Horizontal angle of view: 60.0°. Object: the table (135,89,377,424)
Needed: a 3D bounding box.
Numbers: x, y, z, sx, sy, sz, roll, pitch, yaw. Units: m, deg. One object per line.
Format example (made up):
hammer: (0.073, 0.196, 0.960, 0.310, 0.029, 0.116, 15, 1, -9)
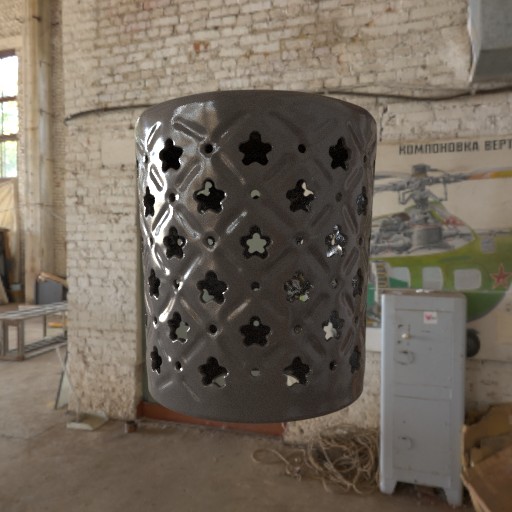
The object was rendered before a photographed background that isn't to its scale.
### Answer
table: (0.000, 0.000, 0.666, 0.352, 0.387, 0.352, 0, 2, 0)
